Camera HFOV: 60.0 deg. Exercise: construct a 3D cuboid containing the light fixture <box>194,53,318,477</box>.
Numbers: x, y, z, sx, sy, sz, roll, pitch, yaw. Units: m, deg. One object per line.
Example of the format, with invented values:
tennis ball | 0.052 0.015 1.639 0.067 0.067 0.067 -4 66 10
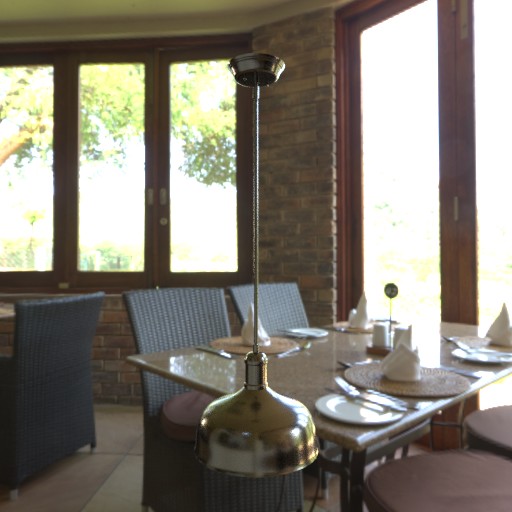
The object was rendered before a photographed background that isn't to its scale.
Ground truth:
light fixture | 0.000 0.000 1.087 0.299 0.935 0.299 1 -1 -37
